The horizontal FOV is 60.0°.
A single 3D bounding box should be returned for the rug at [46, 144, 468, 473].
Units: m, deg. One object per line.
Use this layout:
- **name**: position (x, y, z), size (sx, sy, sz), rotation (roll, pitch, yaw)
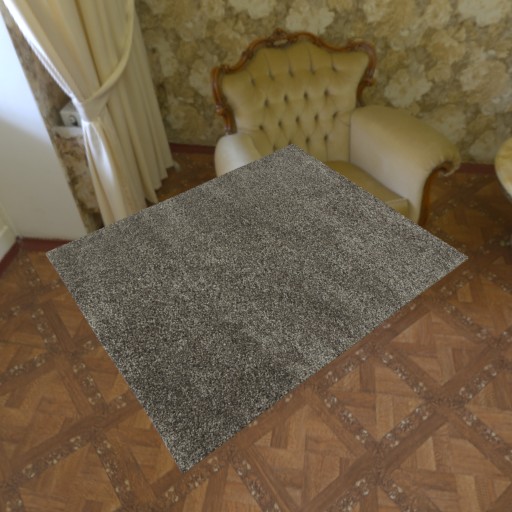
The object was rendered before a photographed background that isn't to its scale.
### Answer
- **rug**: position (0.000, 0.000, 4.021), size (3.000, 0.025, 2.401), rotation (-29, 53, -25)
